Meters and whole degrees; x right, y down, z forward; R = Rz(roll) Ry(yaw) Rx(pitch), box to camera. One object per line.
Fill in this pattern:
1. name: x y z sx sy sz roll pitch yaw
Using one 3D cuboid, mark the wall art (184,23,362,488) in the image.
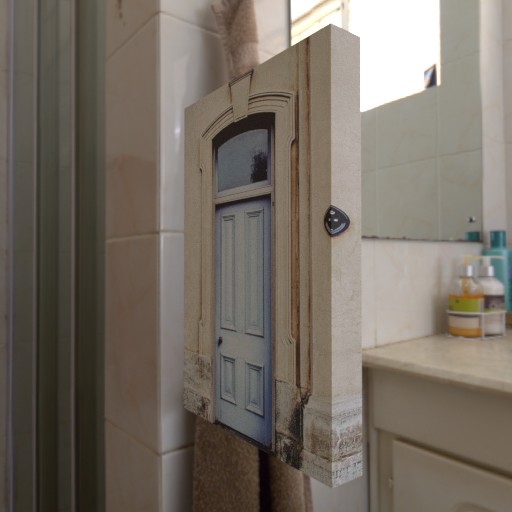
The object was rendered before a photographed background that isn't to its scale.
1. wall art: 0.000 0.000 0.475 0.038 0.381 0.254 1 -1 -37
